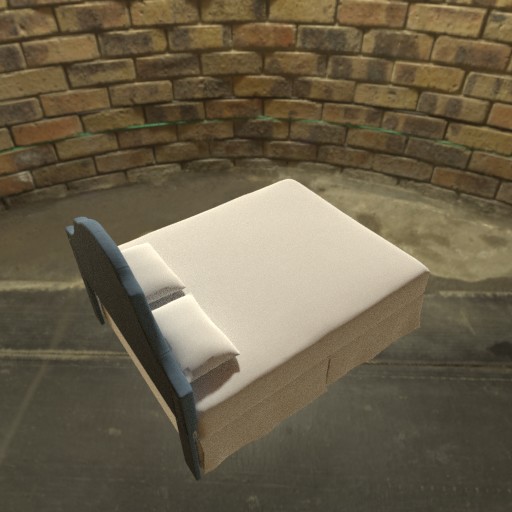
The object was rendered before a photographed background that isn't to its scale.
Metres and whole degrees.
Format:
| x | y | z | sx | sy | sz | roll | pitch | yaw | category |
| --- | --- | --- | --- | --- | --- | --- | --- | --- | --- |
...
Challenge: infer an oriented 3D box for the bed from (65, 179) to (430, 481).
| x | y | z | sx | sy | sz | roll | pitch | yaw | category |
| --- | --- | --- | --- | --- | --- | --- | --- | --- | --- |
| 0.000 | 0.000 | 3.774 | 2.477 | 1.617 | 2.039 | -26 | 47 | -27 | bed |
